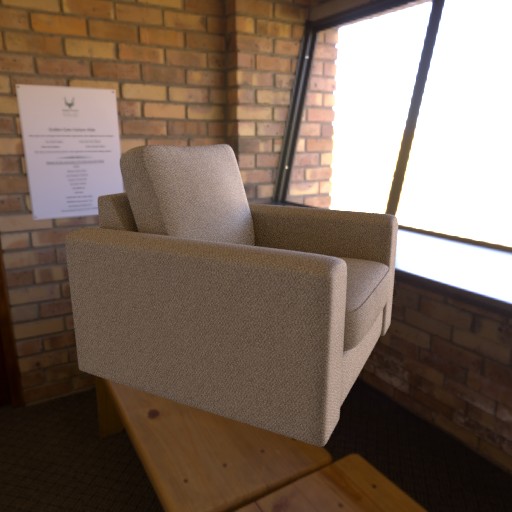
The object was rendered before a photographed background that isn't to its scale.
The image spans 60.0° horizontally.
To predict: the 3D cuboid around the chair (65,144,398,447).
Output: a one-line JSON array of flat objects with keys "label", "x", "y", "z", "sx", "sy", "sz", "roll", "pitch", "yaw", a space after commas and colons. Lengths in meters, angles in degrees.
[{"label": "chair", "x": 0.000, "y": 0.000, "z": 1.794, "sx": 1.016, "sy": 0.873, "sz": 1.005, "roll": 7, "pitch": 16, "yaw": 26}]
